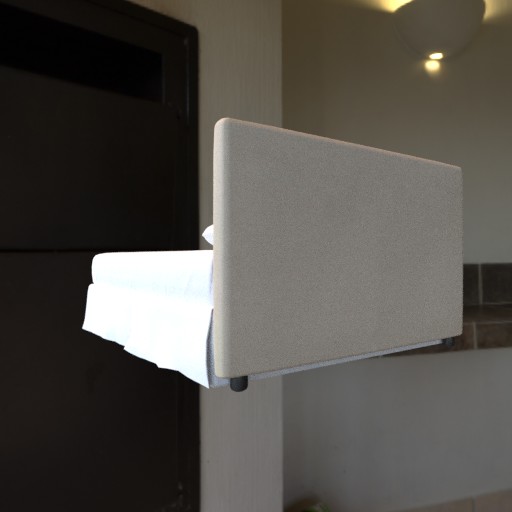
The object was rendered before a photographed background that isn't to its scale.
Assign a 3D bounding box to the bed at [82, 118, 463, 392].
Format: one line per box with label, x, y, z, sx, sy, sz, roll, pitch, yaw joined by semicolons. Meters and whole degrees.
bed;0.000;0.000;3.547;2.119;1.317;2.319;0;0;-35
